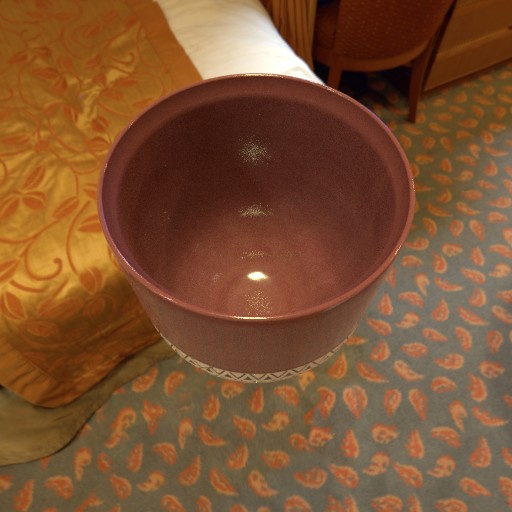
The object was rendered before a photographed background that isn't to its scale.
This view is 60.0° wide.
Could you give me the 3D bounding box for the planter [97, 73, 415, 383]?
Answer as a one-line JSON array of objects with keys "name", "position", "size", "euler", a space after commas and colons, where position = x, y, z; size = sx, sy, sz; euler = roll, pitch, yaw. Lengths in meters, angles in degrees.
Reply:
[{"name": "planter", "position": [0.000, 0.000, 0.489], "size": [0.266, 0.270, 0.266], "euler": [0, 59, 0]}]
